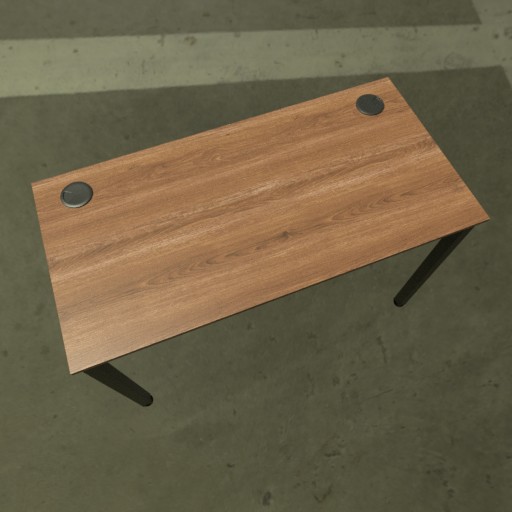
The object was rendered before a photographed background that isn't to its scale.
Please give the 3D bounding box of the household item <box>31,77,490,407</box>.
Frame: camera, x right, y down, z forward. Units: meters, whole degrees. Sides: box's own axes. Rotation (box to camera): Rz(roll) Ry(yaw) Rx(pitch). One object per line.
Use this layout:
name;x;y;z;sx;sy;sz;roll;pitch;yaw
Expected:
household item;0.000;0.000;1.622;1.200;0.750;0.600;-19;66;-9
